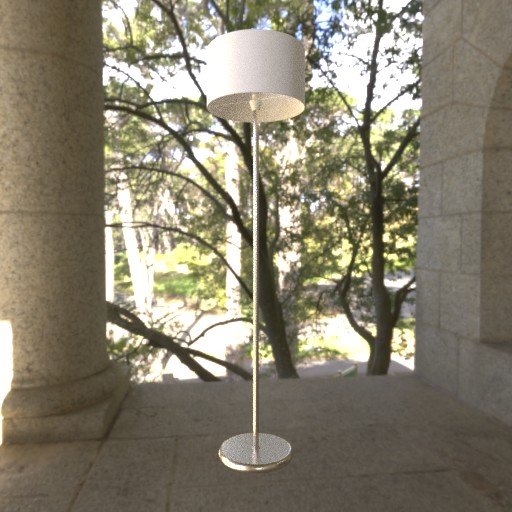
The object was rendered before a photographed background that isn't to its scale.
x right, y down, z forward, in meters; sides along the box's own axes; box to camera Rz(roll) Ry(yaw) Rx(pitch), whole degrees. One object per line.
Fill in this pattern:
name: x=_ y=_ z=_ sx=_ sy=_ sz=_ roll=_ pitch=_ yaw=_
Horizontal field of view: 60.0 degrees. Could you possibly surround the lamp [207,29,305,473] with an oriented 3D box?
lamp: x=0.000 y=0.000 z=1.590 sx=0.347 sy=1.443 sz=0.347 roll=-1 pitch=2 yaw=-37
